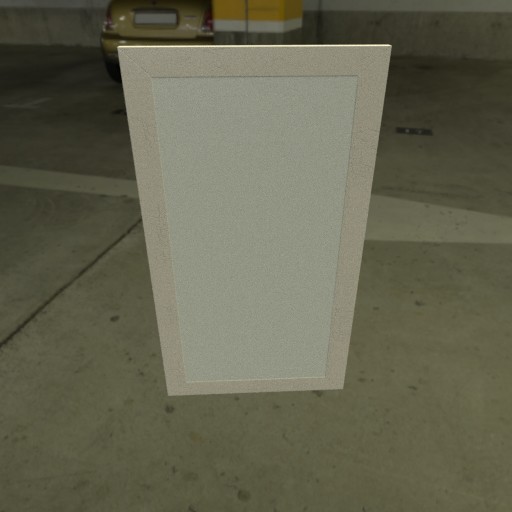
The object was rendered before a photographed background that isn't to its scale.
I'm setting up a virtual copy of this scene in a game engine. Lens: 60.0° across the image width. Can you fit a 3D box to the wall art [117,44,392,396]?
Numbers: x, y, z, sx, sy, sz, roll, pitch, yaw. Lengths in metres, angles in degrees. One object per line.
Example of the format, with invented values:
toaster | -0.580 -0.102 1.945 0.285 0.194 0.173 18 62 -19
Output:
wall art | 0.000 0.000 0.793 0.380 0.683 0.013 -1 31 -2
